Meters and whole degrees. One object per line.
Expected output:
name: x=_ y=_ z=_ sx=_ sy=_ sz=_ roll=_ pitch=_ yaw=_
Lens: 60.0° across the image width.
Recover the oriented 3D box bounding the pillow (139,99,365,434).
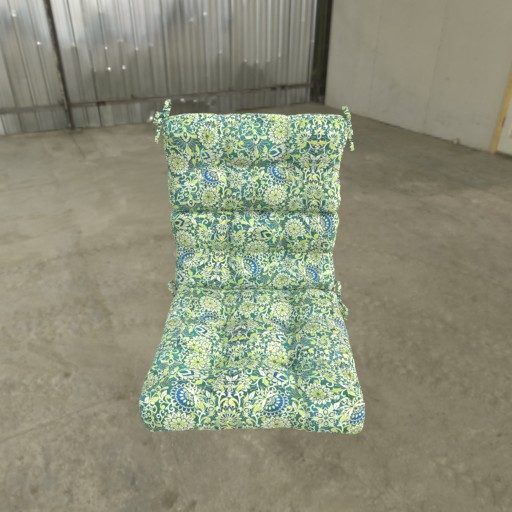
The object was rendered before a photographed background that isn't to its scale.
pillow: x=0.000 y=0.000 z=1.039 sx=0.519 sy=0.605 sz=0.571 roll=1 pitch=30 yaw=1
